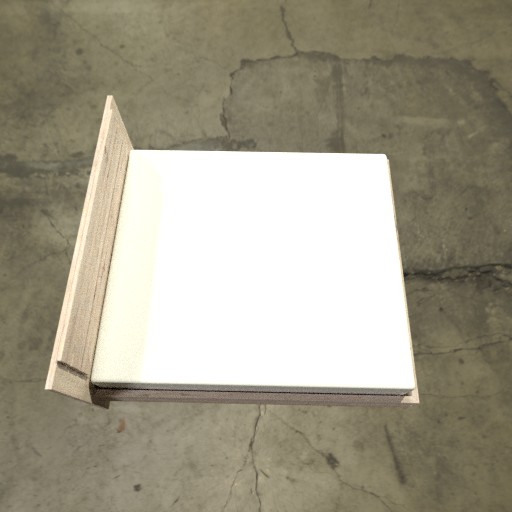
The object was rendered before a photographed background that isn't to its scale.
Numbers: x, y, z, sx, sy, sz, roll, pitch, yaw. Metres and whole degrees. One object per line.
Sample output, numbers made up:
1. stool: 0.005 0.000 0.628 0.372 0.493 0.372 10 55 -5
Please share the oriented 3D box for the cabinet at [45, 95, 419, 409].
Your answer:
1. cabinet: 0.000 0.000 3.049 2.080 0.970 1.950 1 65 1
